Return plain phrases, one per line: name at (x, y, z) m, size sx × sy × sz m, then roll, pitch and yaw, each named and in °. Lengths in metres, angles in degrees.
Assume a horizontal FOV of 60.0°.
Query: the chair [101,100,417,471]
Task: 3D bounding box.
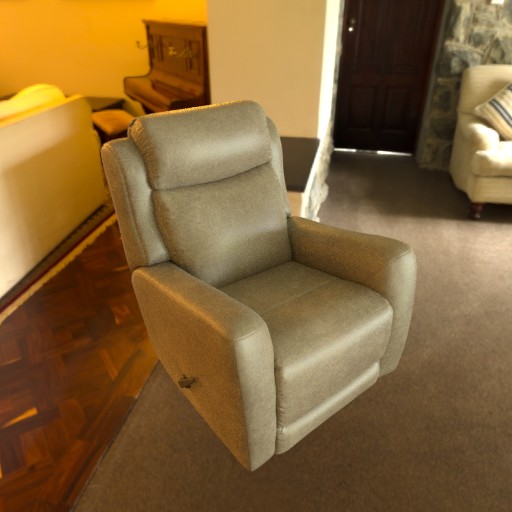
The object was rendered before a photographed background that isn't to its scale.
chair at (0.000, 0.000, 1.922) m, size 0.967 × 1.116 × 1.068 m, roll -21°, pitch 36°, yaw -32°
